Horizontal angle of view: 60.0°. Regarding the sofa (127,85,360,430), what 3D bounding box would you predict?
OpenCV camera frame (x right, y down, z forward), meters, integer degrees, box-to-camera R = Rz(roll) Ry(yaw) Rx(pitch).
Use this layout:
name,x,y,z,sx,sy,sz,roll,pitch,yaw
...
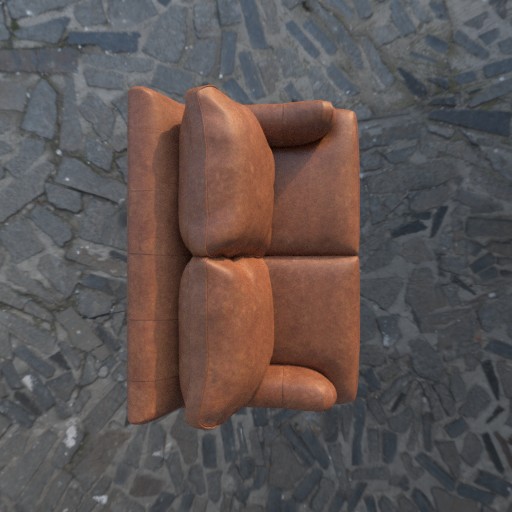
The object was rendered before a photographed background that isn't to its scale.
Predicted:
name,x,y,z,sx,sy,sz,roll,pitch,yaw
sofa,0.000,0.000,2.260,1.077,1.004,1.527,0,90,1
